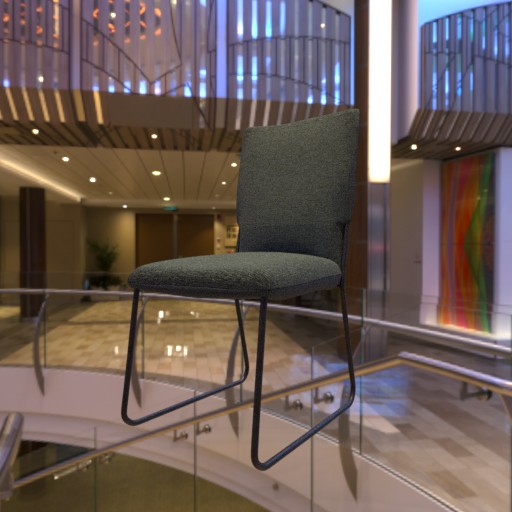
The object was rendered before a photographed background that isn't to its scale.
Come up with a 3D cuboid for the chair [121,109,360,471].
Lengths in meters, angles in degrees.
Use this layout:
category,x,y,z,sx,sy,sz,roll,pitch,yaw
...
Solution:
category,x,y,z,sx,sy,sz,roll,pitch,yaw
chair,0.000,0.000,1.309,0.480,0.931,0.635,1,1,35
